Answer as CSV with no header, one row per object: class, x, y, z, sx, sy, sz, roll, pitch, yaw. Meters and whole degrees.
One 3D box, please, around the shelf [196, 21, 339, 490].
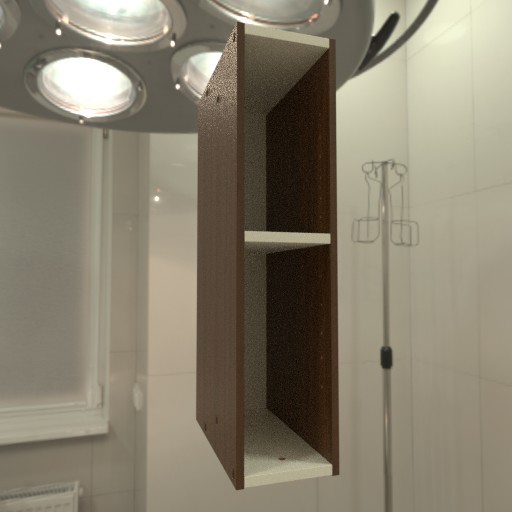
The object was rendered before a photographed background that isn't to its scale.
shelf,0.000,0.000,0.726,0.147,0.600,0.290,1,-3,-18
